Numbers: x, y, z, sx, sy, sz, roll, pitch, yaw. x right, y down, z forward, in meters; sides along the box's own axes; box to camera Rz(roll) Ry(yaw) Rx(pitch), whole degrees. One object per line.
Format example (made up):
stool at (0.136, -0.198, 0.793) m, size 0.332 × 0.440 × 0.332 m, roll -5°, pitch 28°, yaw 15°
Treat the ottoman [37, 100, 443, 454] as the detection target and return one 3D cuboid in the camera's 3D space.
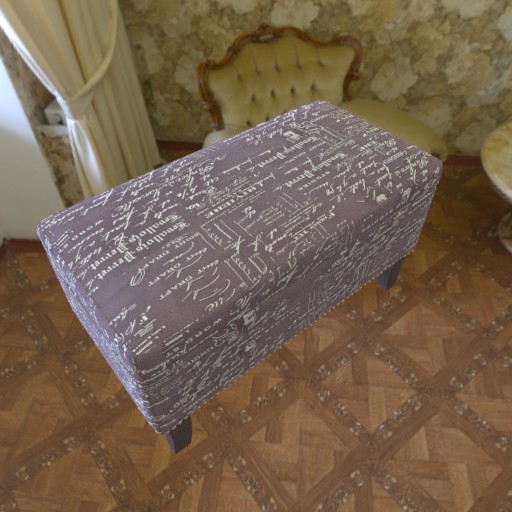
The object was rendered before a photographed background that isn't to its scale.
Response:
ottoman at (0.000, 0.000, 1.075) m, size 0.813 × 0.457 × 0.406 m, roll -31°, pitch 54°, yaw -26°
